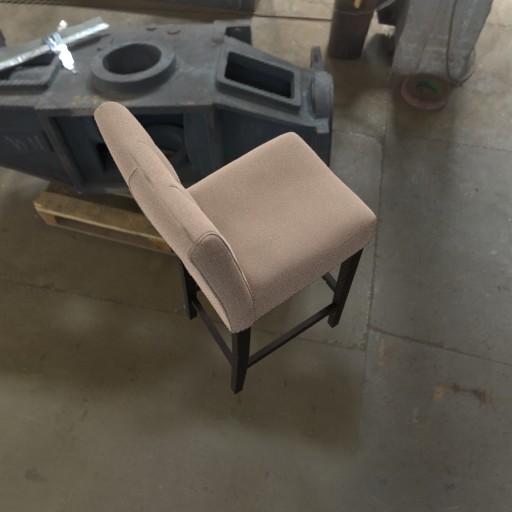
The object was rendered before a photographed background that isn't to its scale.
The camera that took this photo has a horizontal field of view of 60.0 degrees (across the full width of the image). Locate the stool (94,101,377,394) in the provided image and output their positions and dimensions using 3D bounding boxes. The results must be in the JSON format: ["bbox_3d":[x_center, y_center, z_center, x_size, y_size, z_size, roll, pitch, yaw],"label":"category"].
[{"bbox_3d":[0.000,0.000,1.297,0.548,1.047,0.411,-29,63,-16],"label":"stool"}]
